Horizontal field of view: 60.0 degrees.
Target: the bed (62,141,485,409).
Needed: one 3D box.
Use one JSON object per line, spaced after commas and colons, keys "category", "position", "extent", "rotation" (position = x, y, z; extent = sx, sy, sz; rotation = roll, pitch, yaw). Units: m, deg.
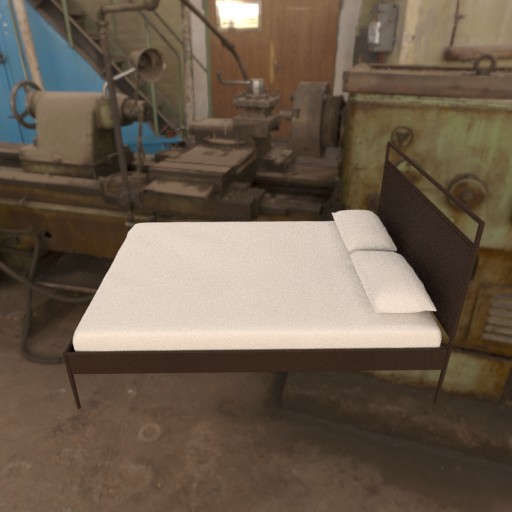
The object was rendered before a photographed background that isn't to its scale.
{"category": "bed", "position": [0.000, 0.000, 3.017], "extent": [2.122, 1.173, 1.572], "rotation": [0, 28, -1]}
